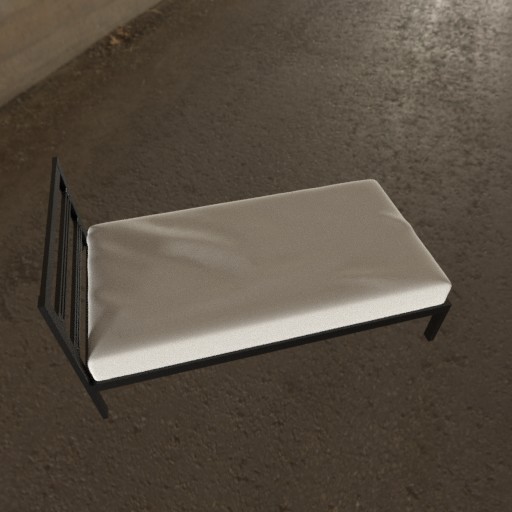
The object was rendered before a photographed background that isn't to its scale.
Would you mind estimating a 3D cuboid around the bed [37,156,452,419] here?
[{"bbox_3d":[0.000,0.000,2.461,1.930,0.967,0.991,-11,47,-10],"label":"bed"}]
